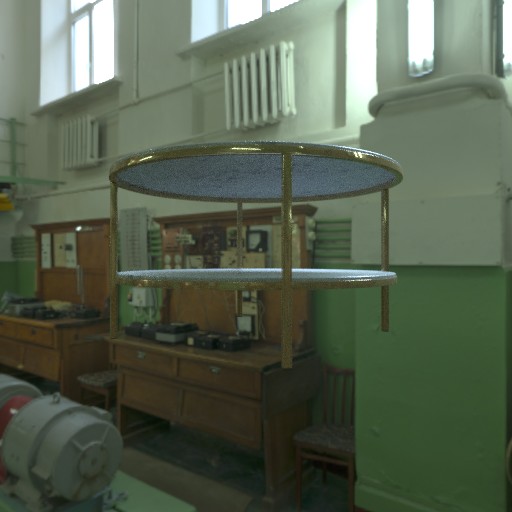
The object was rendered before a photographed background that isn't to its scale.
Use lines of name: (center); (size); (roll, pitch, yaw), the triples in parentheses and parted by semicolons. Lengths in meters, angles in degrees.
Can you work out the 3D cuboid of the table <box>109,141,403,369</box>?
table: (0.000, 0.000, 1.269); (0.800, 0.450, 0.800); (0, 0, 0)
